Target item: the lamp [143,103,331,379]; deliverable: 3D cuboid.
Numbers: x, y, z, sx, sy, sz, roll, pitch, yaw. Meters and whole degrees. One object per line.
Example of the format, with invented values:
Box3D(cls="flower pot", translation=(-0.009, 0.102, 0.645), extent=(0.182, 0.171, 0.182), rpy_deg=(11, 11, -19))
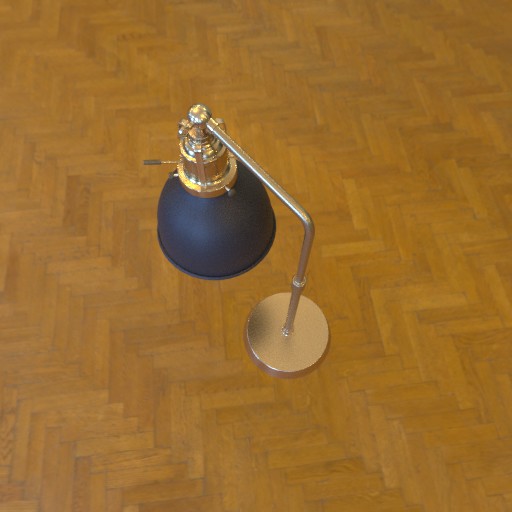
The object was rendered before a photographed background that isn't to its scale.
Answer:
Box3D(cls="lamp", translation=(0.000, 0.000, 0.588), extent=(0.291, 0.456, 0.160), rpy_deg=(34, 69, 15))
